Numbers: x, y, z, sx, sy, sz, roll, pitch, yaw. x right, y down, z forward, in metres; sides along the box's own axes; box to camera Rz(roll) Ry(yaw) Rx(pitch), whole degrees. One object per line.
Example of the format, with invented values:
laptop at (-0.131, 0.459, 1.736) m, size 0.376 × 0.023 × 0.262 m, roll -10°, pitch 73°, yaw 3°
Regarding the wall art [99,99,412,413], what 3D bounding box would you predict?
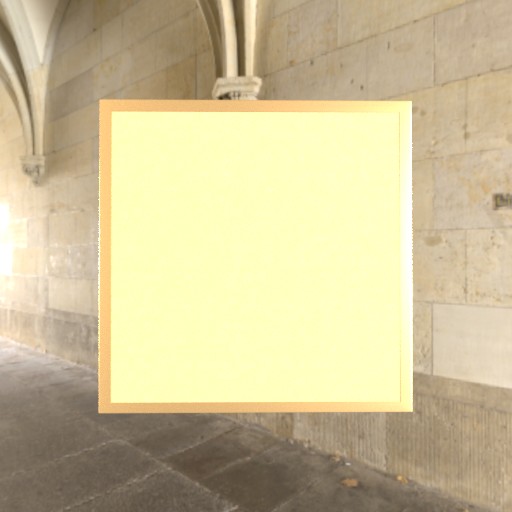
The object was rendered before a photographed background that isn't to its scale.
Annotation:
wall art at (0.000, 0.000, 0.444) m, size 0.305 × 0.305 × 0.023 m, roll 0°, pitch -1°, yaw -1°
